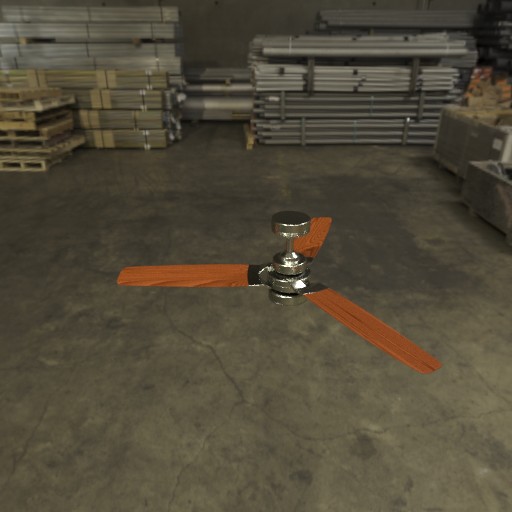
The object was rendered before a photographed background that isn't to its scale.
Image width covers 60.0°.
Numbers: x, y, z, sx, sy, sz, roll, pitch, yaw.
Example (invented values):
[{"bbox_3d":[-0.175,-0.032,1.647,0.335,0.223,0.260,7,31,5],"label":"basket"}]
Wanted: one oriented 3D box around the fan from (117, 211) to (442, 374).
[{"bbox_3d":[0.000,0.000,2.053,1.271,0.410,1.416,0,27,0],"label":"fan"}]
